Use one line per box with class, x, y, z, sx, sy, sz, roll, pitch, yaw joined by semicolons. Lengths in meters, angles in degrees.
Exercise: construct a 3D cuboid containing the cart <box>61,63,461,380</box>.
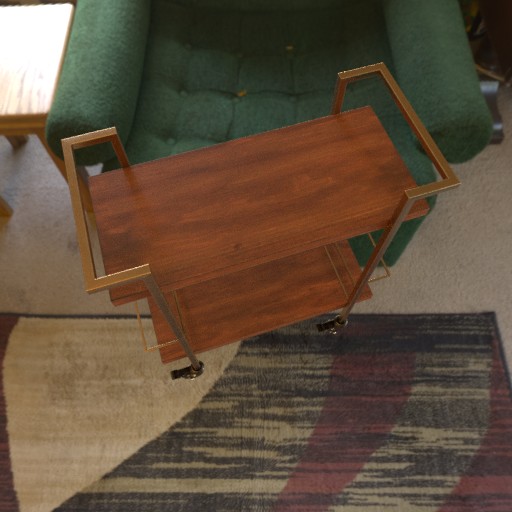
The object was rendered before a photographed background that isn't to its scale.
cart;0.000;0.000;1.195;0.695;0.807;0.364;-16;65;-8
